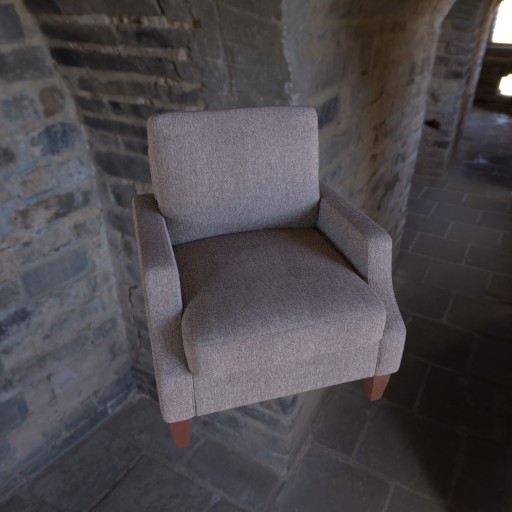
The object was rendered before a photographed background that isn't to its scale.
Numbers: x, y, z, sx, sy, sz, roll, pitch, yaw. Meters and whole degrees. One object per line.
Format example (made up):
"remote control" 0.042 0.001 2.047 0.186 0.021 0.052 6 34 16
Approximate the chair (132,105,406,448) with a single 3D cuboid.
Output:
"chair" 0.000 0.000 1.688 0.855 0.993 0.897 -8 30 -14
